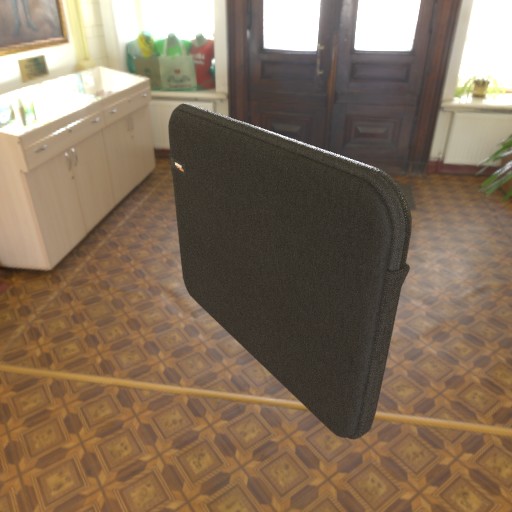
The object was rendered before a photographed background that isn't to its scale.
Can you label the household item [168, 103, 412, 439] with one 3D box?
[{"bbox_3d":[0.000,0.000,0.531,0.030,0.305,0.396,-20,36,-31],"label":"household item"}]
